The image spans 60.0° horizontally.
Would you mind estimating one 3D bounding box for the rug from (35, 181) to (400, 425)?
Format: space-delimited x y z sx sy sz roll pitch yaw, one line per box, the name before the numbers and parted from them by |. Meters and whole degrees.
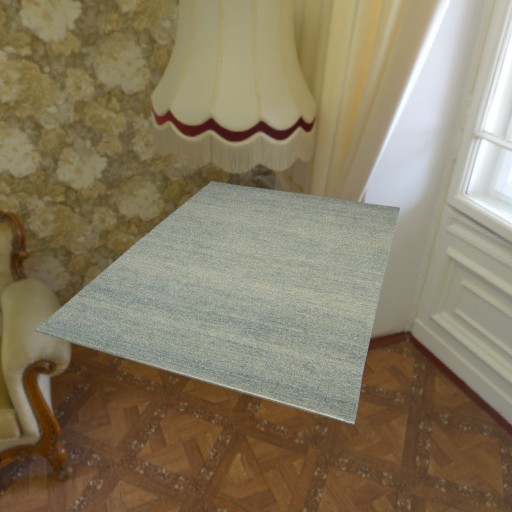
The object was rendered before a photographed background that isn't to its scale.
rug | 0.000 0.000 4.330 2.461 0.046 3.237 11 33 17
